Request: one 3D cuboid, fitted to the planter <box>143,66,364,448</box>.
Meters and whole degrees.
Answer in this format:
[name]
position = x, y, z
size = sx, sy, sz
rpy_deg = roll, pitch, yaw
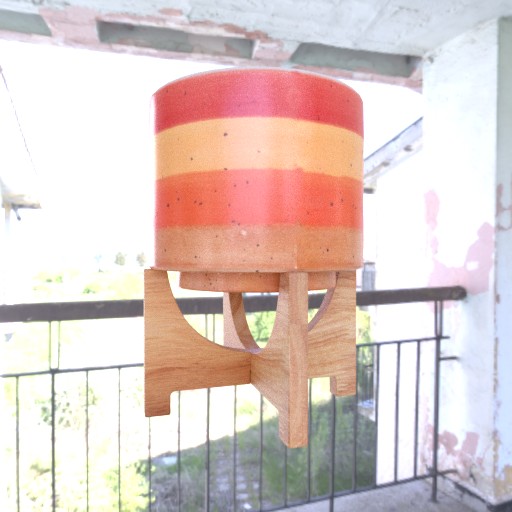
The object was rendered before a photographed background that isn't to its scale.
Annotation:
[planter]
position = 0.000, 0.000, 0.404
size = 0.199, 0.268, 0.199
rpy_deg = 0, 0, 0
